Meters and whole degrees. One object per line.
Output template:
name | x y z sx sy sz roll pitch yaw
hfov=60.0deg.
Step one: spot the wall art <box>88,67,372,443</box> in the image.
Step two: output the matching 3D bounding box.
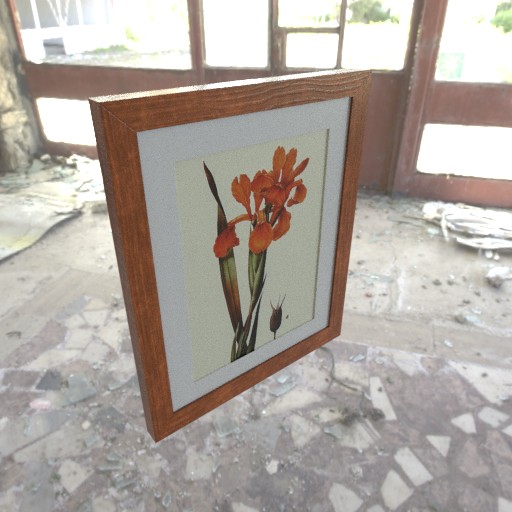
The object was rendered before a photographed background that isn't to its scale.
wall art | 0.000 0.000 0.764 0.467 0.567 0.033 -21 36 -33
